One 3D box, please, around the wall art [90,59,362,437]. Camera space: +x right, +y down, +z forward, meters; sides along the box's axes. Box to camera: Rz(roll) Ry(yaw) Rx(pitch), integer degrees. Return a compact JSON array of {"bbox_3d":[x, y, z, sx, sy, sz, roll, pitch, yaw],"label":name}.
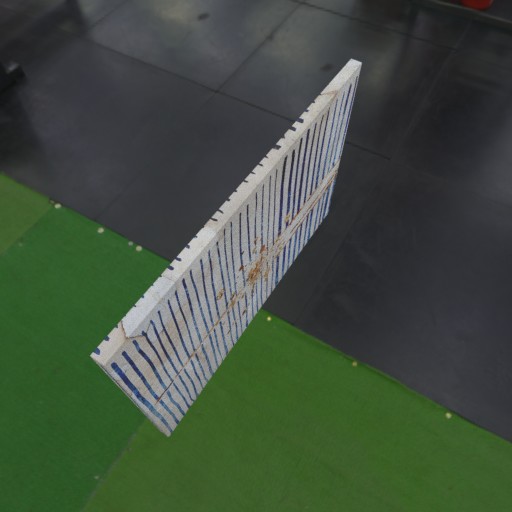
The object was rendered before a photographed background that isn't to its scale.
[{"bbox_3d":[0.000,0.000,1.443,0.038,0.757,1.143,29,62,17],"label":"wall art"}]
